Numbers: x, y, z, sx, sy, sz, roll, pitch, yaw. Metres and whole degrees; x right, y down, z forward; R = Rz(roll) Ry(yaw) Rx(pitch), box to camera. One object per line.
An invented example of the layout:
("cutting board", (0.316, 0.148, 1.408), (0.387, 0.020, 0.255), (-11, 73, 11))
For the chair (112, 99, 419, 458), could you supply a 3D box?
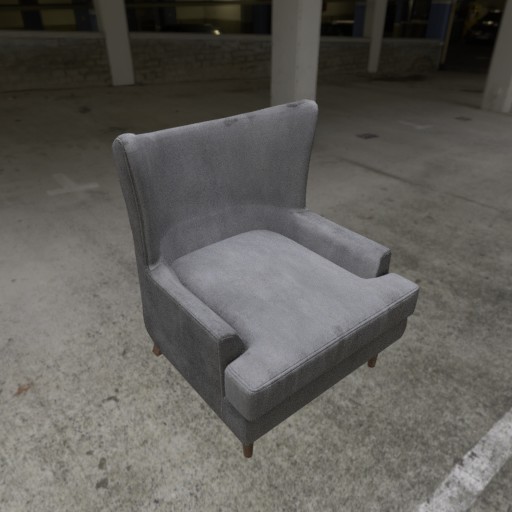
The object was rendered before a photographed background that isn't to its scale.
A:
("chair", (0.000, 0.000, 1.609), (0.784, 0.950, 0.906), (-23, 38, -33))
